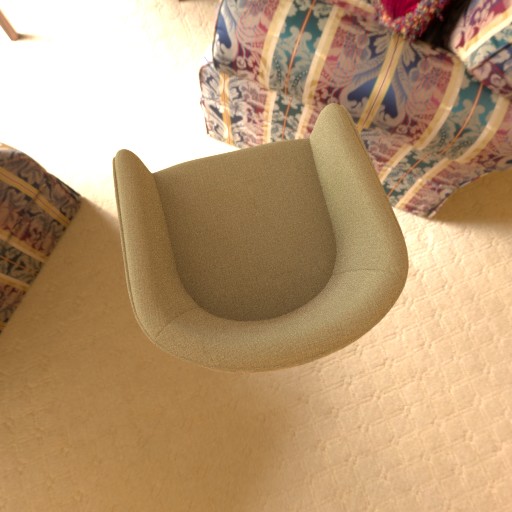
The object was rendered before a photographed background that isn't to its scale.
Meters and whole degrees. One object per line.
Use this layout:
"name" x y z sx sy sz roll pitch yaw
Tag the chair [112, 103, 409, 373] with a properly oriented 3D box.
"chair" 0.000 0.000 1.222 0.584 0.775 0.616 -13 76 -3
